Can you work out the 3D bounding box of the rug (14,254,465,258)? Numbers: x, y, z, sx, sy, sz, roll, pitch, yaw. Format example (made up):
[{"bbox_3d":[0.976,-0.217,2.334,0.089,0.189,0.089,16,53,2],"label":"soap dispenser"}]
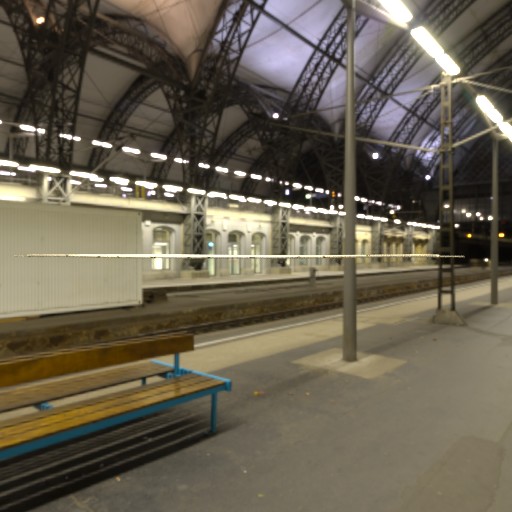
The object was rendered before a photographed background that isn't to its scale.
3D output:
[{"bbox_3d":[0.000,0.000,4.047,3.221,0.026,2.342,0,0,18],"label":"rug"}]
